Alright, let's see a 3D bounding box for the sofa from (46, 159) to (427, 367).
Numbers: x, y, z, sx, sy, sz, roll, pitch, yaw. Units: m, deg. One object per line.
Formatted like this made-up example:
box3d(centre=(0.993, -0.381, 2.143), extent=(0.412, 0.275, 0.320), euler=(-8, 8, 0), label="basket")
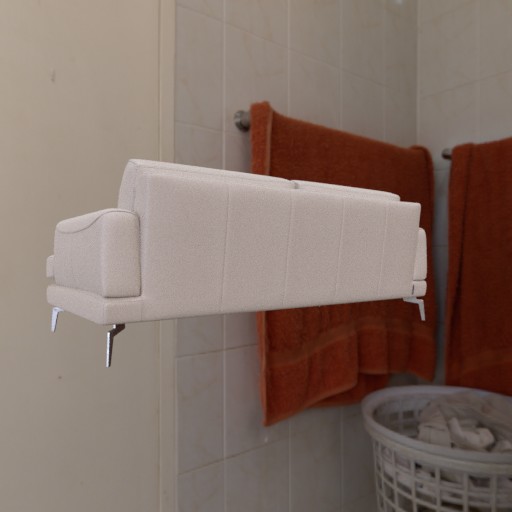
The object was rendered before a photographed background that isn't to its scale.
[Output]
box3d(centre=(0.000, 0.000, 2.413), extent=(1.940, 0.765, 0.974), euler=(0, 0, -36), label="sofa")
